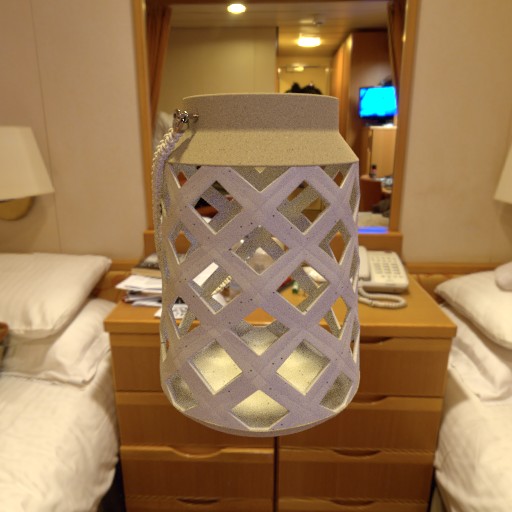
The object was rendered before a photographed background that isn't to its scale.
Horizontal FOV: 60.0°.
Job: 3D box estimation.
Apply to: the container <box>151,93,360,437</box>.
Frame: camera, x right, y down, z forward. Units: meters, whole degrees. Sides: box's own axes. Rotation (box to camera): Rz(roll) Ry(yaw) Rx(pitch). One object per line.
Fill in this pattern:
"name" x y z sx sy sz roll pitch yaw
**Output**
"container" 0.000 0.000 0.397 0.188 0.264 0.198 -15 21 -42
